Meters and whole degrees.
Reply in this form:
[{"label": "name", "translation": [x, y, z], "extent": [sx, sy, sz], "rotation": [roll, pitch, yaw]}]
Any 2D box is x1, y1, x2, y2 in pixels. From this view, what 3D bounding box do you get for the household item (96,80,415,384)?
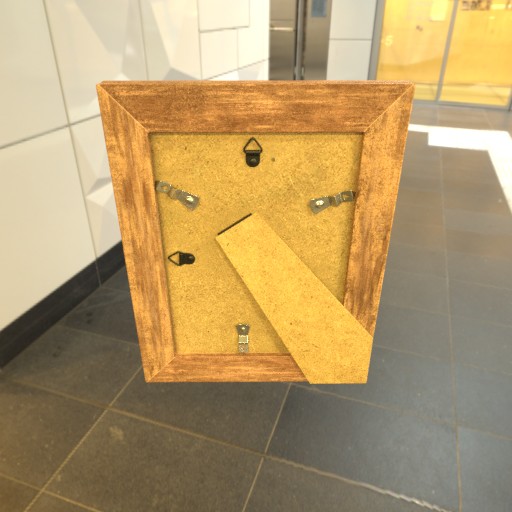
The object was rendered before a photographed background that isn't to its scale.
[{"label": "household item", "translation": [0.000, 0.000, 0.321], "extent": [0.186, 0.237, 0.018], "rotation": [0, 30, 0]}]
